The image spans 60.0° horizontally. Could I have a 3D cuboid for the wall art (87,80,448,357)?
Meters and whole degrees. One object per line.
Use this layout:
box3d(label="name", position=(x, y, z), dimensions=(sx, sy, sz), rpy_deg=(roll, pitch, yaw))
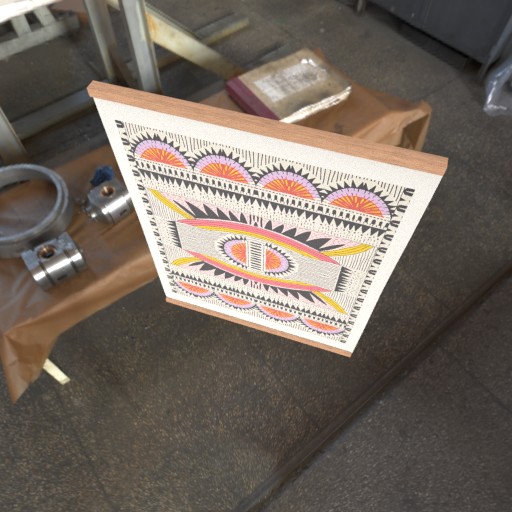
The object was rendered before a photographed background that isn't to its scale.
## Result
box3d(label="wall art", position=(0.000, 0.000, 1.327), dimensions=(0.765, 1.016, 0.028), rpy_deg=(15, 59, 10))
